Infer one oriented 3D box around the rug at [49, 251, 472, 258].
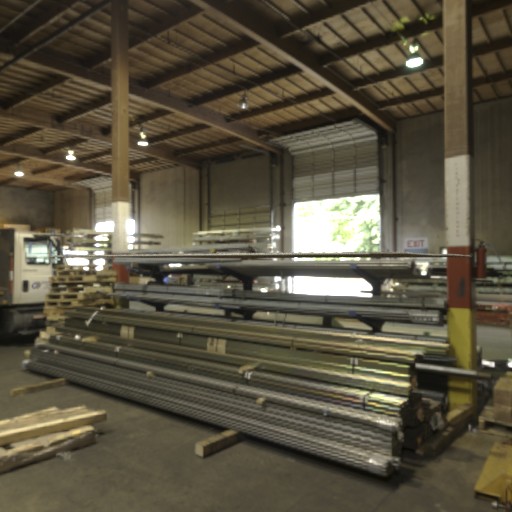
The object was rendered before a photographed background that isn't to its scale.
[{"bbox_3d":[0.000,0.000,3.925,3.063,0.024,2.158,0,-1,38],"label":"rug"}]
